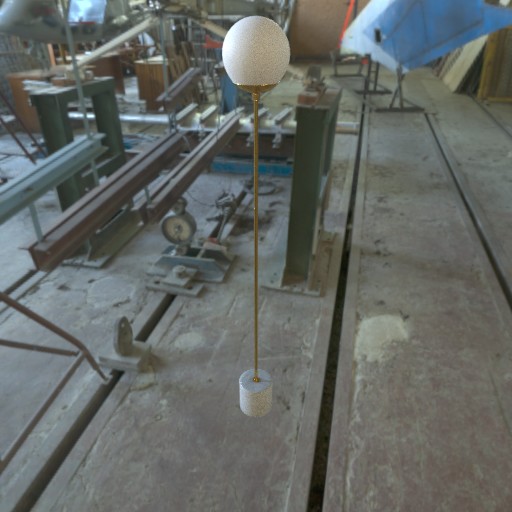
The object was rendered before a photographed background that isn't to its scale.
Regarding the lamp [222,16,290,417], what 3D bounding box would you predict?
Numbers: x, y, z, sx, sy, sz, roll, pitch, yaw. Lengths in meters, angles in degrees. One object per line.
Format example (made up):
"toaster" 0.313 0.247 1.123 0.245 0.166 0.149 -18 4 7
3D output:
"lamp" 0.000 0.000 1.840 0.224 1.753 0.224 -17 34 -28
